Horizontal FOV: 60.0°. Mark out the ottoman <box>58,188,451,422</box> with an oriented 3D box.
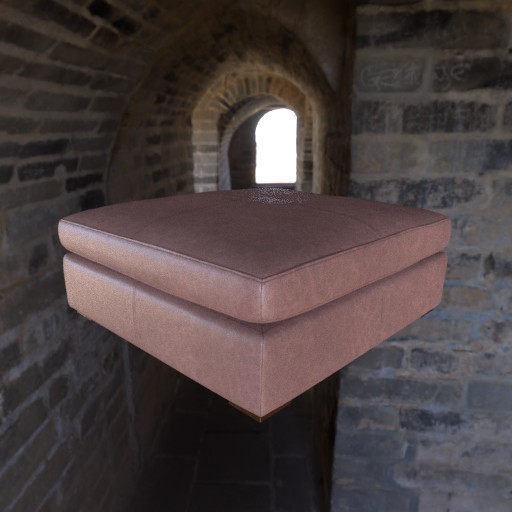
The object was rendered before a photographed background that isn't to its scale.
[{"bbox_3d":[0.000,0.000,1.824,1.168,0.490,1.168,14,21,42],"label":"ottoman"}]
